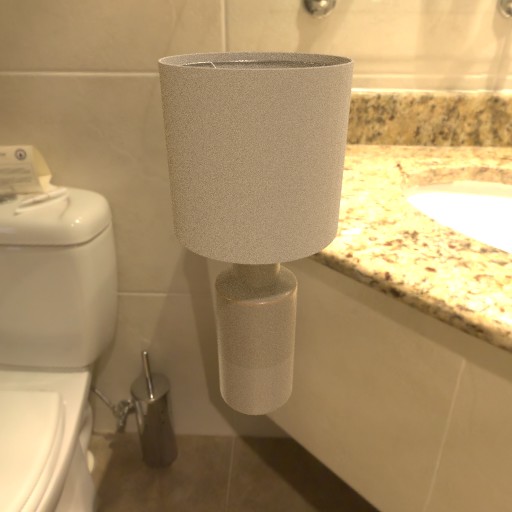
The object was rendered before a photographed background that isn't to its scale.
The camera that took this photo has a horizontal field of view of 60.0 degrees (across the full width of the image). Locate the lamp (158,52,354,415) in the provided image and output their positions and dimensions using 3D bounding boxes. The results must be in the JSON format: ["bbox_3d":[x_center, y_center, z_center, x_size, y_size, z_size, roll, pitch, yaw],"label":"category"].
[{"bbox_3d":[0.000,0.000,0.604,0.212,0.493,0.212,-18,33,-30],"label":"lamp"}]
